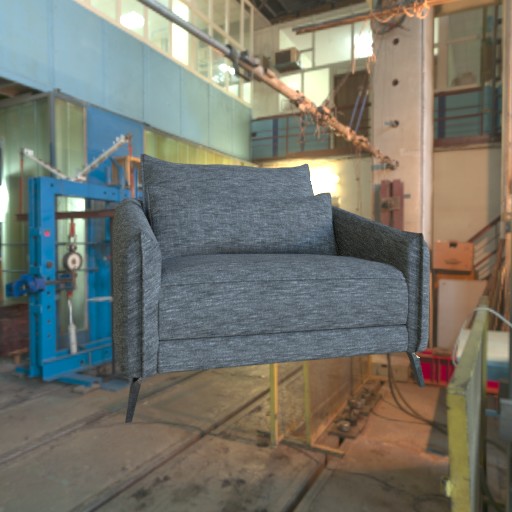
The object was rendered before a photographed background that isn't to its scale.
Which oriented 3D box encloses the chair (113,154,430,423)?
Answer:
[{"bbox_3d":[0.000,0.000,1.630,1.004,0.842,0.805,-1,2,-18],"label":"chair"}]
